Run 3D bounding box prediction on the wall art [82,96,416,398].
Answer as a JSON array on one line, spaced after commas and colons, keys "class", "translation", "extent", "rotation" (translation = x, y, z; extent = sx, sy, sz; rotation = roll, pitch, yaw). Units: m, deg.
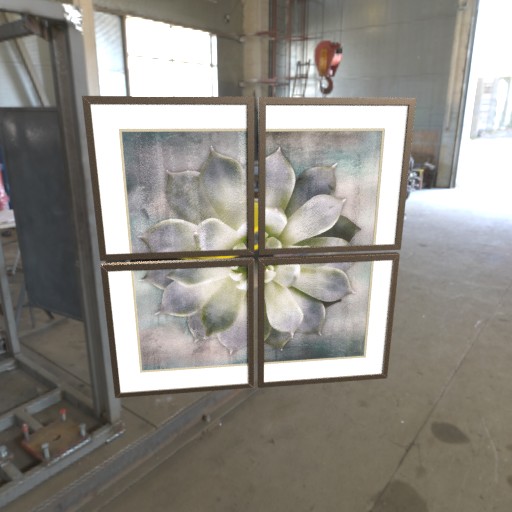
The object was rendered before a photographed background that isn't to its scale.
[{"class": "wall art", "translation": [0.000, 0.000, 1.527], "extent": [1.032, 1.032, 0.030], "rotation": [-2, 18, -7]}]
